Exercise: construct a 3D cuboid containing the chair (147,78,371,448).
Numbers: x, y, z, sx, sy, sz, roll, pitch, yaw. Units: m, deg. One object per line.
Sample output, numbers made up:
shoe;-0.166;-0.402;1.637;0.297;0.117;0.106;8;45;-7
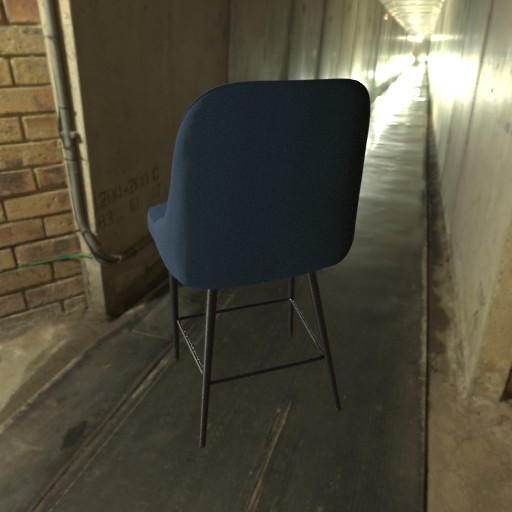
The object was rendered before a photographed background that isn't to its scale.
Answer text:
chair;0.000;0.000;1.201;0.526;0.927;0.489;-8;27;-16
